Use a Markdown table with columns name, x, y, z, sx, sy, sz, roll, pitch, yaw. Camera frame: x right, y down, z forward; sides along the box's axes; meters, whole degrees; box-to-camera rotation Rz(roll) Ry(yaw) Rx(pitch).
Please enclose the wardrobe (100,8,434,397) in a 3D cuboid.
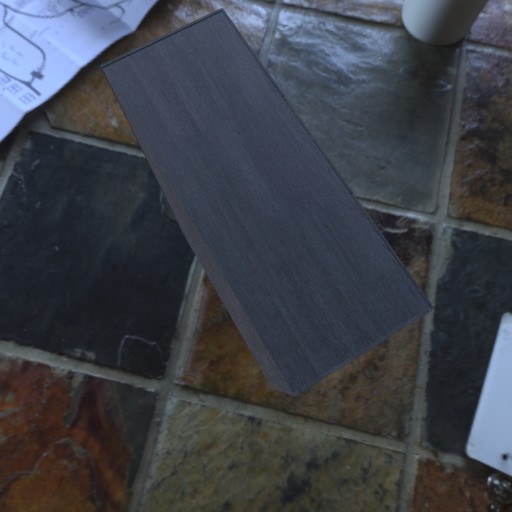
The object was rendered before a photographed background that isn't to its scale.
| name | x | y | z | sx | sy | sz | roll | pitch | yaw |
| --- | --- | --- | --- | --- | --- | --- | --- | --- | --- |
| wardrobe | 0.000 | 0.000 | 2.360 | 0.510 | 1.910 | 1.290 | -30 | 76 | -8 |
